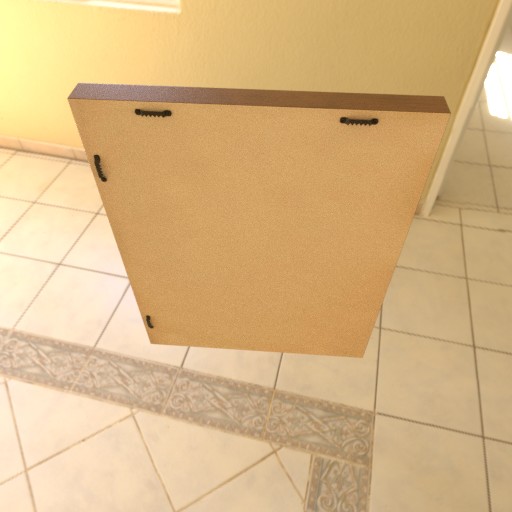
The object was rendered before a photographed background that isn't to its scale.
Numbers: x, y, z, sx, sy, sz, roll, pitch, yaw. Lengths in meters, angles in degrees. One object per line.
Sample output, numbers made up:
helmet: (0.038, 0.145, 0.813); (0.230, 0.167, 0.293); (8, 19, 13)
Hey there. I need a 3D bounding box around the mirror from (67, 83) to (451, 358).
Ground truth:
mirror: (0.000, 0.000, 0.666); (0.406, 0.509, 0.041); (3, 48, 3)
